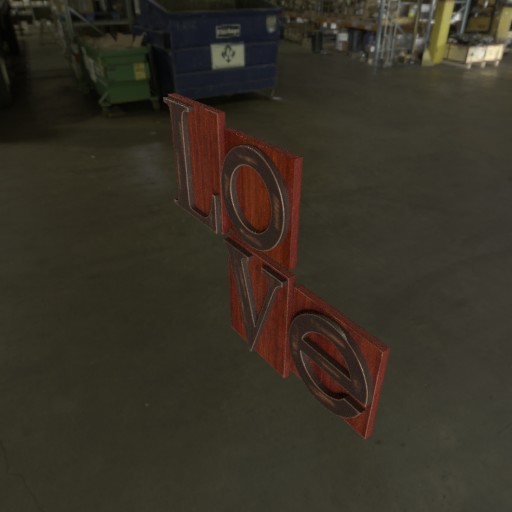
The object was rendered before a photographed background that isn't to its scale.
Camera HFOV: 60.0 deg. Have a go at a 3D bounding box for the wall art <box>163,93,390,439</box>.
[{"bbox_3d":[0.000,0.000,0.862,0.030,0.497,0.635,-21,38,-30],"label":"wall art"}]
